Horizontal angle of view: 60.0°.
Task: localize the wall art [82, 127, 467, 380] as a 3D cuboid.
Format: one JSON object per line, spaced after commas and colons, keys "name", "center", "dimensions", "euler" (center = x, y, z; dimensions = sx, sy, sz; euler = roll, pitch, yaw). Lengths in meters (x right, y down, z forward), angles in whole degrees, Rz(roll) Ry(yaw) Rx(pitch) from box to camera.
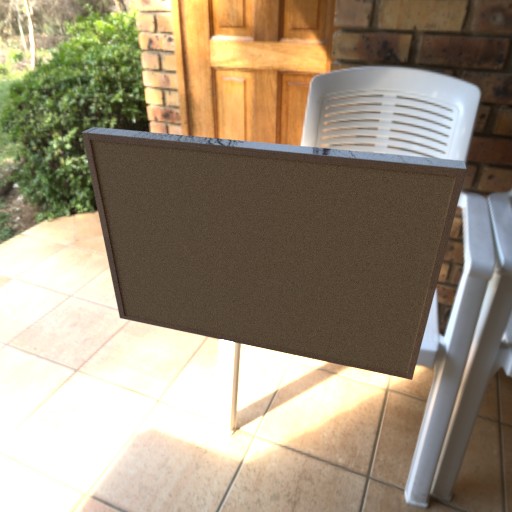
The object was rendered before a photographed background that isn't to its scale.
{"name": "wall art", "center": [0.000, 0.000, 0.802], "dimensions": [0.613, 0.407, 0.035], "euler": [9, 32, 14]}
